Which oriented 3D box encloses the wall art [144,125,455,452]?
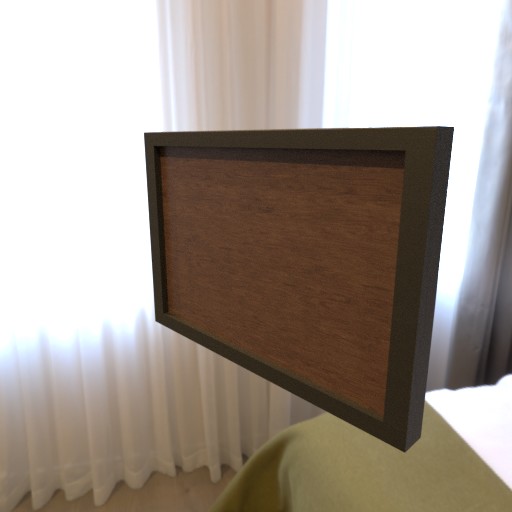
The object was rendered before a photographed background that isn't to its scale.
[{"bbox_3d":[0.000,0.000,0.834,0.051,0.456,0.671,-14,20,-42],"label":"wall art"}]
